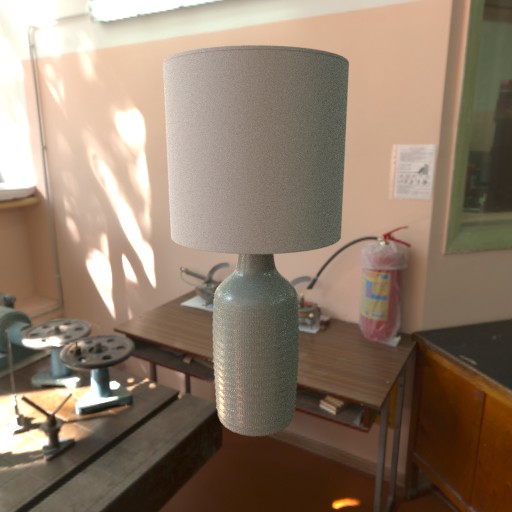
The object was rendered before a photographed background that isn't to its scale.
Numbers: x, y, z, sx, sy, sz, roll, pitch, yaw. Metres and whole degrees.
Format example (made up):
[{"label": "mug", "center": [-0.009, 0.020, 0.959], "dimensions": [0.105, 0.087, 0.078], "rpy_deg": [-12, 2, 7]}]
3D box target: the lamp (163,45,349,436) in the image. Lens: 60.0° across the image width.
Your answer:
[{"label": "lamp", "center": [0.000, 0.000, 0.593], "dimensions": [0.220, 0.475, 0.220], "rpy_deg": [-7, 15, -25]}]
